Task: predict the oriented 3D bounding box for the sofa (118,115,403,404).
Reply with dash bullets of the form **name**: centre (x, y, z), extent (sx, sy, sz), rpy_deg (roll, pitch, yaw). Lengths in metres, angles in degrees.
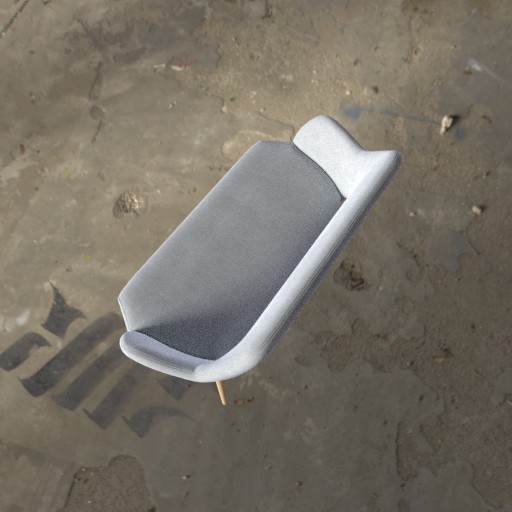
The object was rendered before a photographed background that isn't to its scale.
- **sofa**: centre (0.000, 0.000, 1.694), extent (0.610, 0.840, 1.150), rpy_deg (32, 68, 15)
